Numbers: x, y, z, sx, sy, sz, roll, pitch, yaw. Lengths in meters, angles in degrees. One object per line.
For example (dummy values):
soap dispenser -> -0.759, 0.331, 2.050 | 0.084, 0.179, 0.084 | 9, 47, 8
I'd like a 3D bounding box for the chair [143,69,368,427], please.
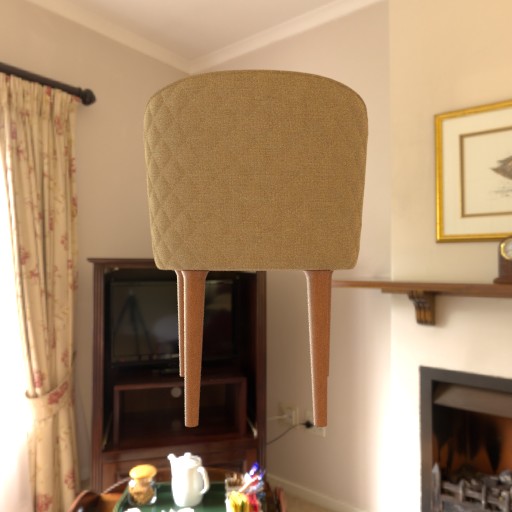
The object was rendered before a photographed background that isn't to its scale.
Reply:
chair -> 0.000, 0.000, 1.216 | 0.584, 0.775, 0.616 | 0, -2, 0
